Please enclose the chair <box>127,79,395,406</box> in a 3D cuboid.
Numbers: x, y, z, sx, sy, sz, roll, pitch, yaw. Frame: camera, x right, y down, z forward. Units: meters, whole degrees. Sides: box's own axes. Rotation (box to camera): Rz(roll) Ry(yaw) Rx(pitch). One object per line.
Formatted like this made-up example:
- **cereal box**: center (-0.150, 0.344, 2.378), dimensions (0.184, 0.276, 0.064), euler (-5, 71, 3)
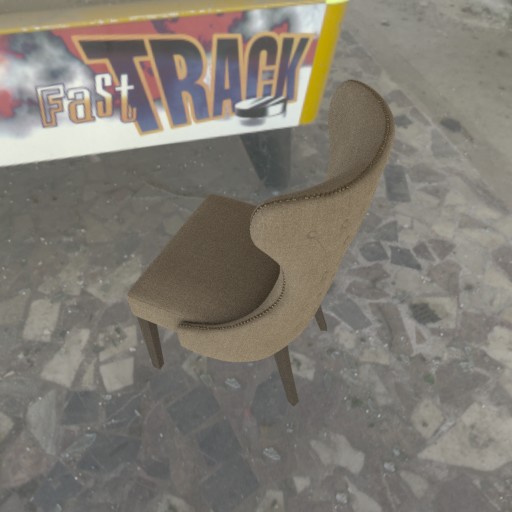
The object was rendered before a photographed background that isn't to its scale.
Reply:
- **chair**: center (0.000, 0.000, 1.386), dimensions (0.635, 0.967, 0.628), euler (18, 49, 16)
